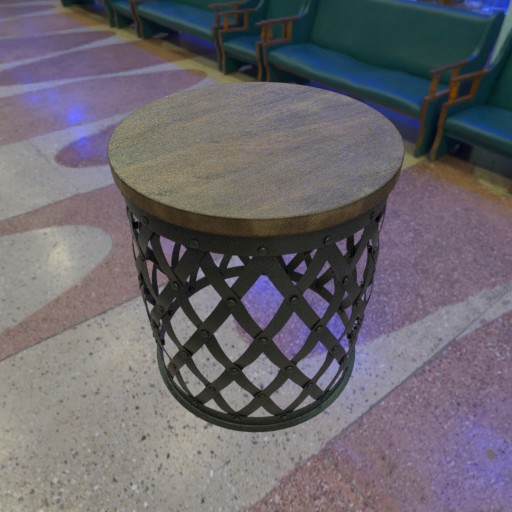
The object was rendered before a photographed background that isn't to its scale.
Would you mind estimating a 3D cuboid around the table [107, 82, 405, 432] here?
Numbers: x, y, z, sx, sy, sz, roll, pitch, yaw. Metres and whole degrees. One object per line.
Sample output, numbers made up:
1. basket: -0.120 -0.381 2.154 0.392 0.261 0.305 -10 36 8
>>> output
1. table: 0.000 0.000 0.768 0.405 0.454 0.405 0 41 0
